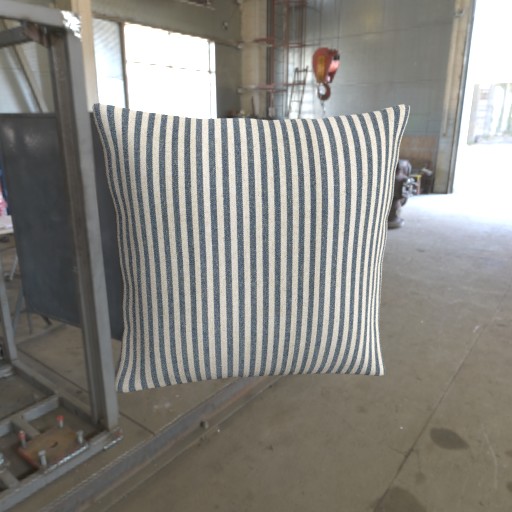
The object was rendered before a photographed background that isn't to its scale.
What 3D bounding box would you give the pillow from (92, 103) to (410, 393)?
[{"bbox_3d":[0.000,0.000,0.782,0.523,0.510,0.166,-2,17,-7],"label":"pillow"}]
